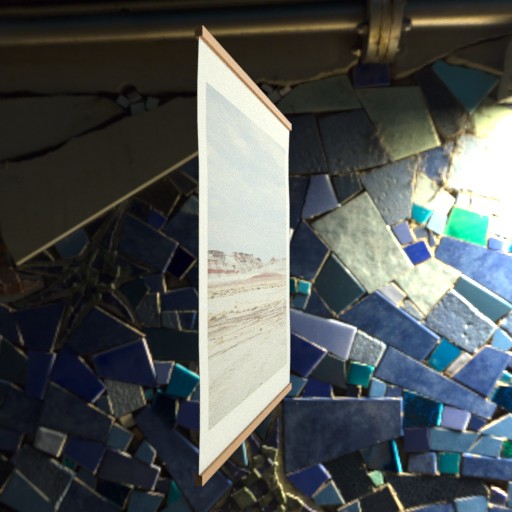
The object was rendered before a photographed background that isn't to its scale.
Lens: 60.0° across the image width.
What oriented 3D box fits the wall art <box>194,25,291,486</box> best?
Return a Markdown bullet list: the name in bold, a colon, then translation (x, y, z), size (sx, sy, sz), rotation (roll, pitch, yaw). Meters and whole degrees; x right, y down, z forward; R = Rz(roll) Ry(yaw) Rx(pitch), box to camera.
- **wall art**: translation (0.000, 0.000, 0.800), size (0.011, 0.605, 0.458), rotation (0, 0, 19)
